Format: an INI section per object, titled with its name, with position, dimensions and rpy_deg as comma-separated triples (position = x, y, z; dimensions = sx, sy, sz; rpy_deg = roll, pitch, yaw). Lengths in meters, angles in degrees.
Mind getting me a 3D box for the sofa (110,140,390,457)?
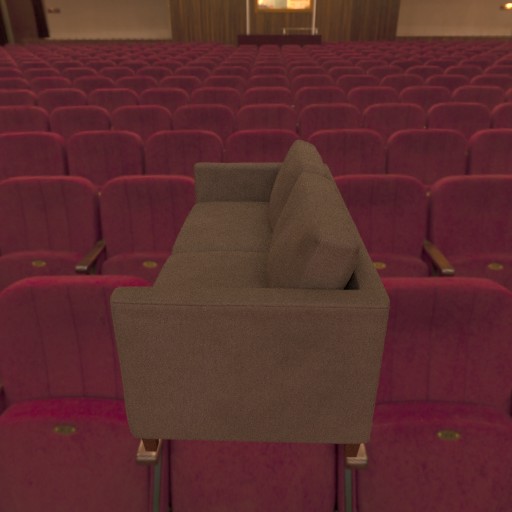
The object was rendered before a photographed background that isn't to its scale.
[sofa]
position = 0.000, 0.000, 2.379
dimensions = 0.950, 0.963, 1.884
rpy_deg = 1, 25, 2
